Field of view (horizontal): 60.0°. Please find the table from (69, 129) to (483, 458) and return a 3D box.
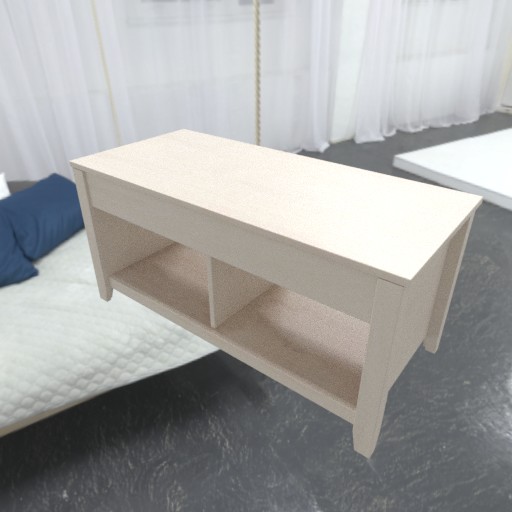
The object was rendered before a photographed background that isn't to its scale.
[{"bbox_3d":[0.000,0.000,1.289,1.016,0.483,0.457,22,37,32],"label":"table"}]
